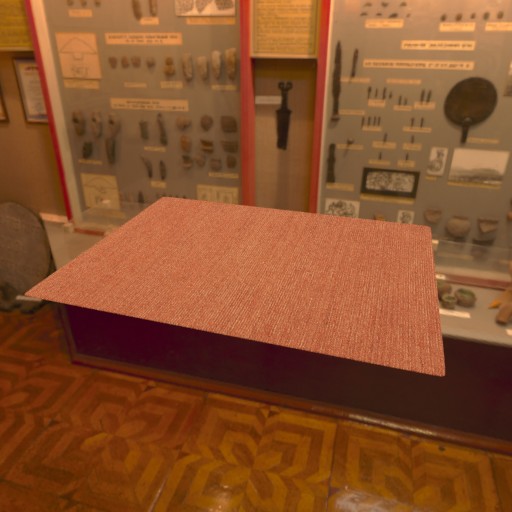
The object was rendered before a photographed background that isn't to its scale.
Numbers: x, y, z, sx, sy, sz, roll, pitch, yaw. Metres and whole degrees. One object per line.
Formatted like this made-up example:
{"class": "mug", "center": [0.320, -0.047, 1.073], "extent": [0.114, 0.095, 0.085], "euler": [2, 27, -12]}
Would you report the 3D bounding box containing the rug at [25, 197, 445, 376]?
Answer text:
{"class": "rug", "center": [0.000, 0.000, 2.756], "extent": [2.112, 0.009, 1.594], "euler": [8, 29, 15]}
